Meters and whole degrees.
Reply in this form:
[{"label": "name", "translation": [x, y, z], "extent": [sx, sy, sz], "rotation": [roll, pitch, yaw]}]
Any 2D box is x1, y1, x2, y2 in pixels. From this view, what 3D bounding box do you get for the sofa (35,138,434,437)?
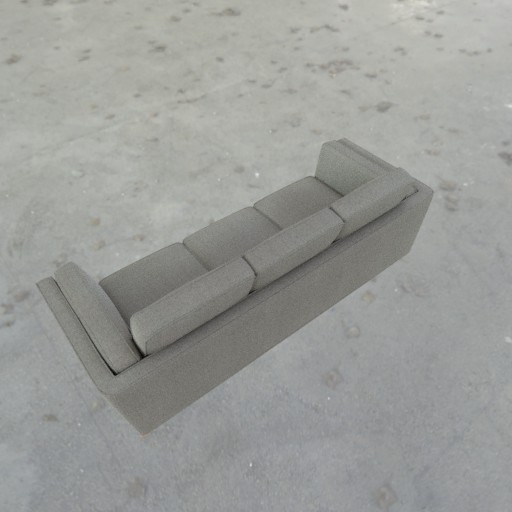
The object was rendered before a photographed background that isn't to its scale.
[{"label": "sofa", "translation": [0.000, 0.000, 2.802], "extent": [2.362, 0.899, 0.903], "rotation": [-30, 53, -25]}]
